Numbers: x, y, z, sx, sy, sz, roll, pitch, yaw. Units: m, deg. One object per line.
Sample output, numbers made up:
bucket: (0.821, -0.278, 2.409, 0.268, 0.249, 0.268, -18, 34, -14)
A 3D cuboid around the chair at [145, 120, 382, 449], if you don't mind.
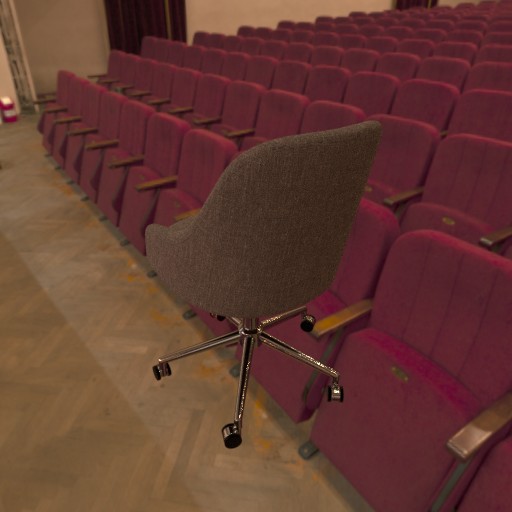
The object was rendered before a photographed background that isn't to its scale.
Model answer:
chair: (0.000, 0.000, 1.412, 0.671, 0.950, 0.712, -19, 35, -29)
